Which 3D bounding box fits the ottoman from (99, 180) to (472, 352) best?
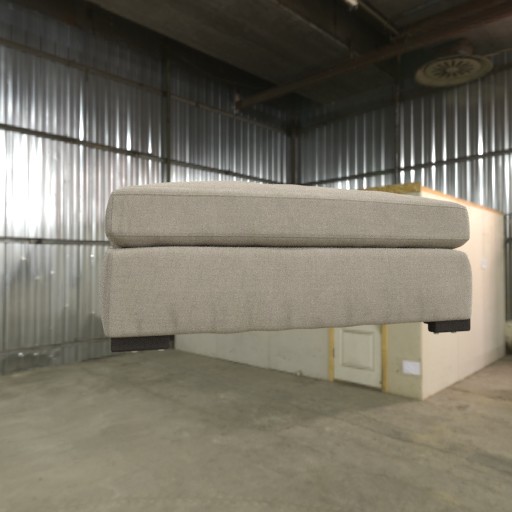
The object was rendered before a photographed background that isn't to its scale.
[{"bbox_3d":[0.000,0.000,1.840,1.203,0.517,1.171,0,0,-18],"label":"ottoman"}]
